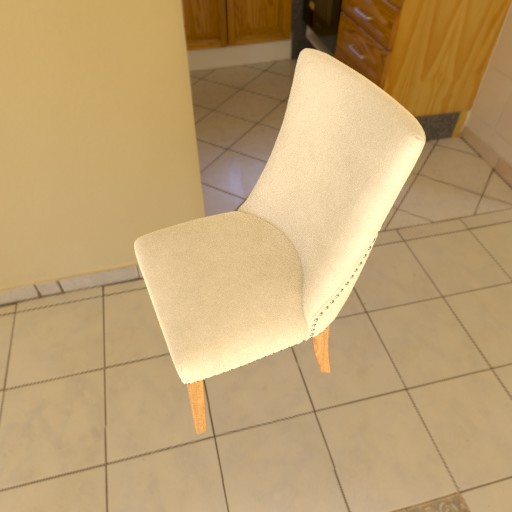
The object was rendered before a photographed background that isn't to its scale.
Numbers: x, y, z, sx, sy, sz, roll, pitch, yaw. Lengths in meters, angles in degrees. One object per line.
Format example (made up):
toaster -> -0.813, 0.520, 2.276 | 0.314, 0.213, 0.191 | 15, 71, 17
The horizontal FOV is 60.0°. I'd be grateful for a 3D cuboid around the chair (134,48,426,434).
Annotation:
chair -> 0.000, 0.000, 1.241 | 0.610, 0.902, 0.495 | -18, 49, -16
